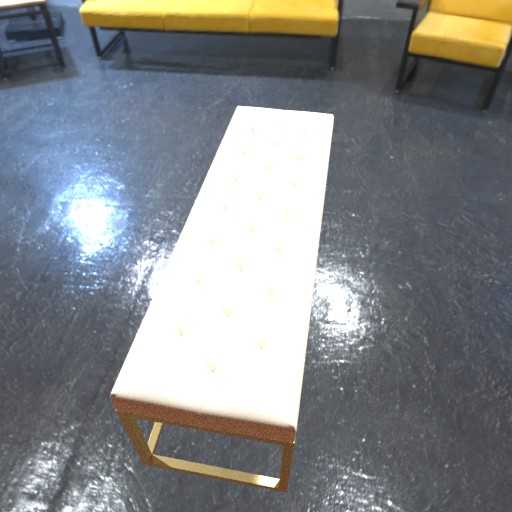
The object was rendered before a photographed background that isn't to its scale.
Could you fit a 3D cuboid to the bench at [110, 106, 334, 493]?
[{"bbox_3d":[0.000,0.000,1.695,0.457,0.484,1.473,7,46,7],"label":"bench"}]
